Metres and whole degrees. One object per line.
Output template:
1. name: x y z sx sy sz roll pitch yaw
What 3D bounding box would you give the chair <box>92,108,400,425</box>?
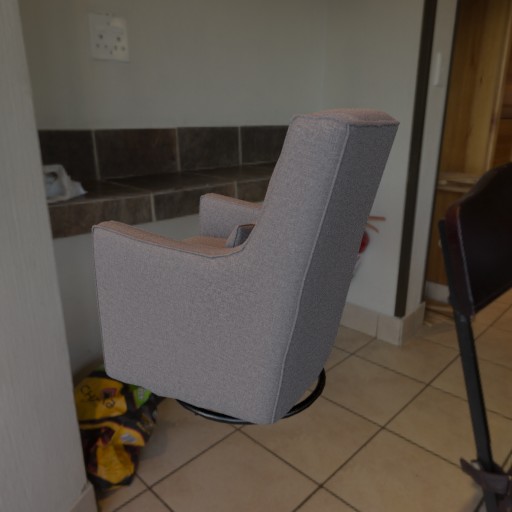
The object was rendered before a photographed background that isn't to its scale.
1. chair: 0.000 0.000 1.582 0.879 0.993 0.732 8 19 25
